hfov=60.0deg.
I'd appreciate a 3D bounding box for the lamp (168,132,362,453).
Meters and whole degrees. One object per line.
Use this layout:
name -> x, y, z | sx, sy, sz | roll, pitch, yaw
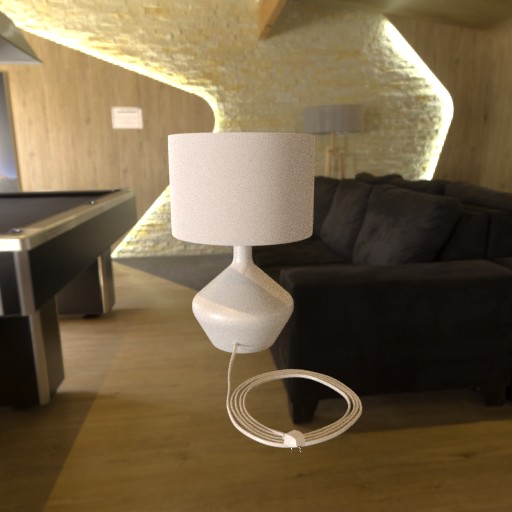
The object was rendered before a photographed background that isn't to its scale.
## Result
lamp -> 0.000, 0.000, 0.854 | 0.401, 0.457, 0.546 | 2, 13, 8
